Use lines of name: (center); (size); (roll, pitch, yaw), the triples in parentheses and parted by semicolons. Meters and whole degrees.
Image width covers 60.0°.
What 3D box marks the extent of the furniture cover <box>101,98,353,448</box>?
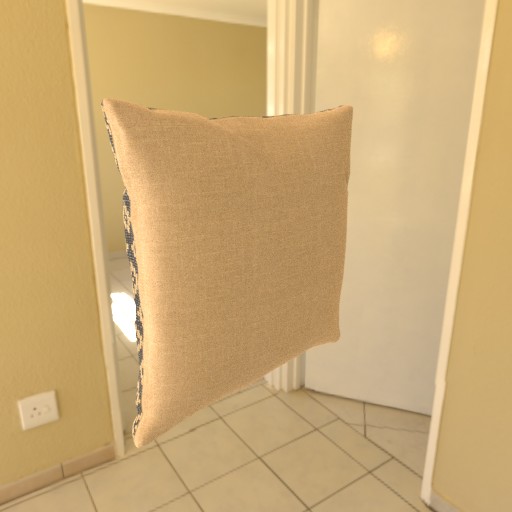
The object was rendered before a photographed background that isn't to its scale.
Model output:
furniture cover: (0.000, 0.000, 0.655); (0.431, 0.431, 0.139); (-16, 23, -41)
